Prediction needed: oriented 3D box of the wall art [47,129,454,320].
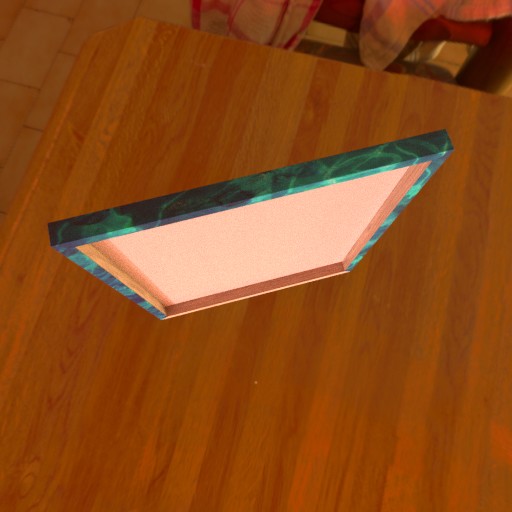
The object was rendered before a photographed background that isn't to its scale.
[{"bbox_3d":[0.000,0.000,1.017,0.609,0.760,0.038,-14,75,-4],"label":"wall art"}]
